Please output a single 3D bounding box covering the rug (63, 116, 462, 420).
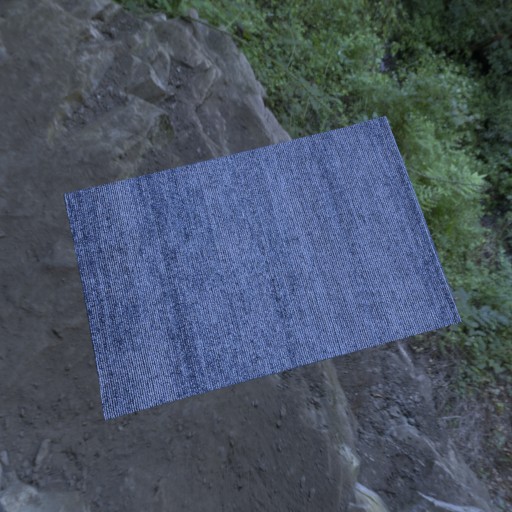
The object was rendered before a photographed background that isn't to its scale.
[{"bbox_3d":[0.000,0.000,2.187,1.740,0.010,1.135,-14,77,-3],"label":"rug"}]
